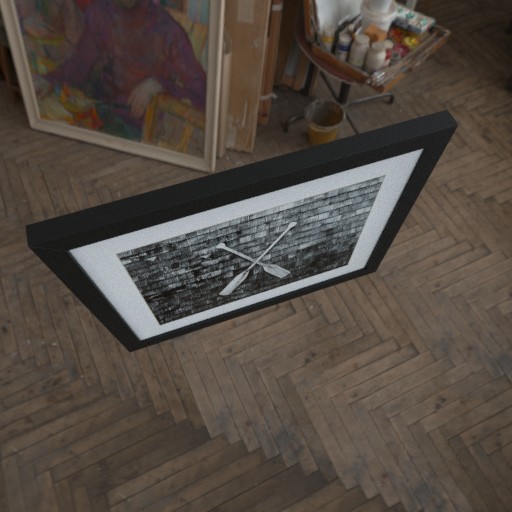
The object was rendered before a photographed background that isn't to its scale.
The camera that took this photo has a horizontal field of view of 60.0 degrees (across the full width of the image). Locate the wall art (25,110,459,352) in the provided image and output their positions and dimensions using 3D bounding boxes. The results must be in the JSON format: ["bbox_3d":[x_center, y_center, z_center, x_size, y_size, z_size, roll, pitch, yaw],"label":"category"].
[{"bbox_3d":[0.000,0.000,0.754,0.558,0.457,0.029,-17,64,-9],"label":"wall art"}]
